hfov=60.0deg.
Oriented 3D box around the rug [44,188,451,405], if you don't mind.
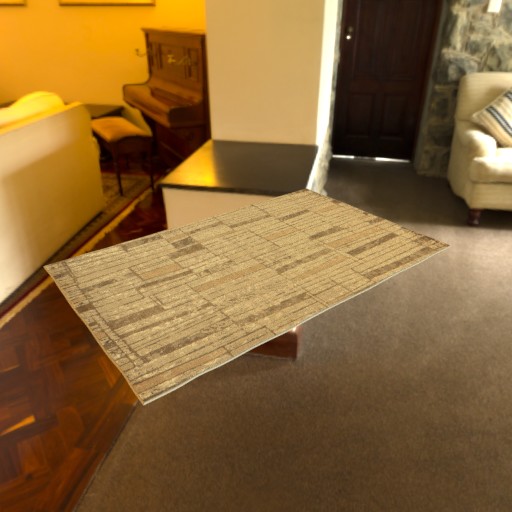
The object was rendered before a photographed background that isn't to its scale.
[{"bbox_3d":[0.000,0.000,3.111,2.444,0.023,1.531,-21,35,-33],"label":"rug"}]
